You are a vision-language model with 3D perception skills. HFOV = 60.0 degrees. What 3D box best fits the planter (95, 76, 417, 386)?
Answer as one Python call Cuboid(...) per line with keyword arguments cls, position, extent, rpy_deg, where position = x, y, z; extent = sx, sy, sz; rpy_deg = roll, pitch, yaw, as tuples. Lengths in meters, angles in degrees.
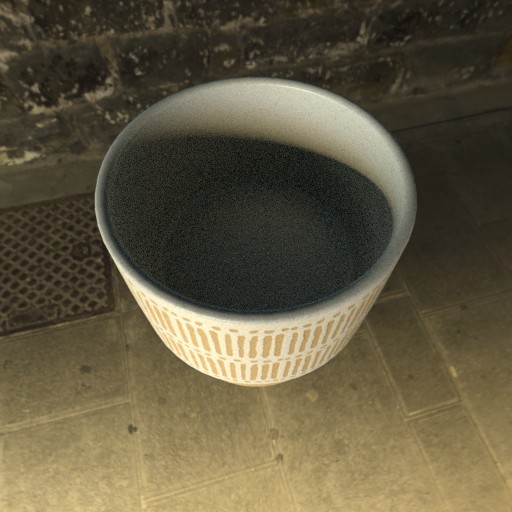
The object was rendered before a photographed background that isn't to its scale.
Cuboid(cls="planter", position=(0.000, 0.000, 0.569), extent=(0.317, 0.303, 0.317), rpy_deg=(0, 58, 0))
